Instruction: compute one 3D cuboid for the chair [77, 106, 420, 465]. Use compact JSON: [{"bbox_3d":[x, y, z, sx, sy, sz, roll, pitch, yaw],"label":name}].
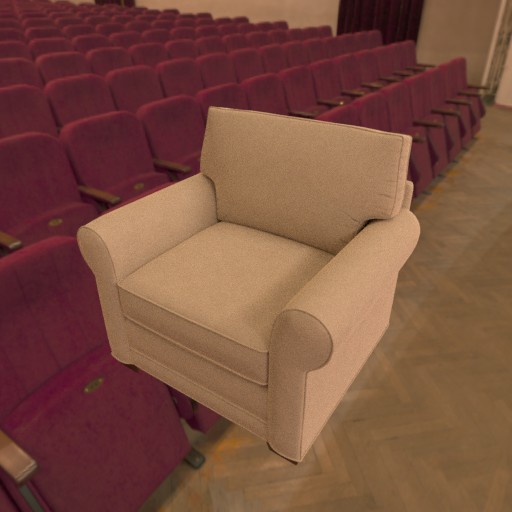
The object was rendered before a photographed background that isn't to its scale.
[{"bbox_3d":[0.000,0.000,1.720,1.040,0.955,0.863,19,35,29],"label":"chair"}]
